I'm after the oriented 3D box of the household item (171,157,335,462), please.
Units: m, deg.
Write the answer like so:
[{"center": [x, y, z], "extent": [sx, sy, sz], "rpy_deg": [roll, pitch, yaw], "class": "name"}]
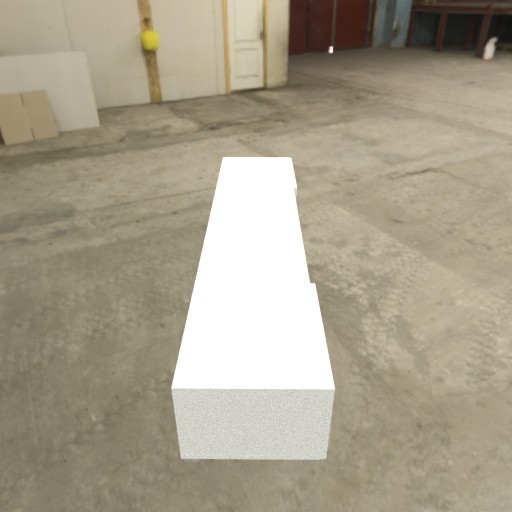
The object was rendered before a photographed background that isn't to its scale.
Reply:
[{"center": [0.000, 0.000, 2.009], "extent": [0.420, 0.310, 1.850], "rpy_deg": [0, 31, 0], "class": "household item"}]
